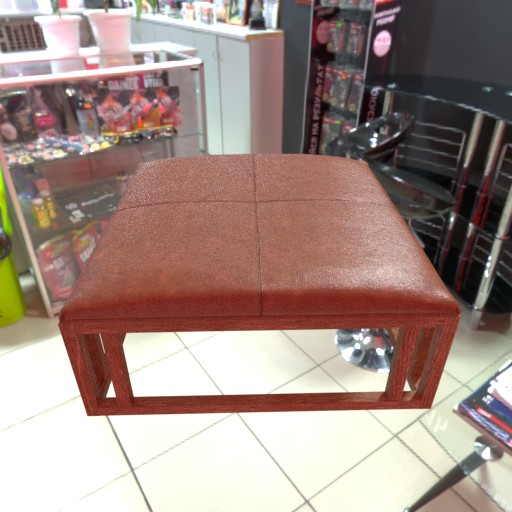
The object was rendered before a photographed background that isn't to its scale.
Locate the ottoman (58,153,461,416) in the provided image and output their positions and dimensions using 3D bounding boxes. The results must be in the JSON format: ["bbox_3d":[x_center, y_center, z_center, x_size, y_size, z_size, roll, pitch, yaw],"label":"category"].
[{"bbox_3d":[0.000,0.000,1.604,1.013,0.442,1.016,-1,33,-1],"label":"ottoman"}]
